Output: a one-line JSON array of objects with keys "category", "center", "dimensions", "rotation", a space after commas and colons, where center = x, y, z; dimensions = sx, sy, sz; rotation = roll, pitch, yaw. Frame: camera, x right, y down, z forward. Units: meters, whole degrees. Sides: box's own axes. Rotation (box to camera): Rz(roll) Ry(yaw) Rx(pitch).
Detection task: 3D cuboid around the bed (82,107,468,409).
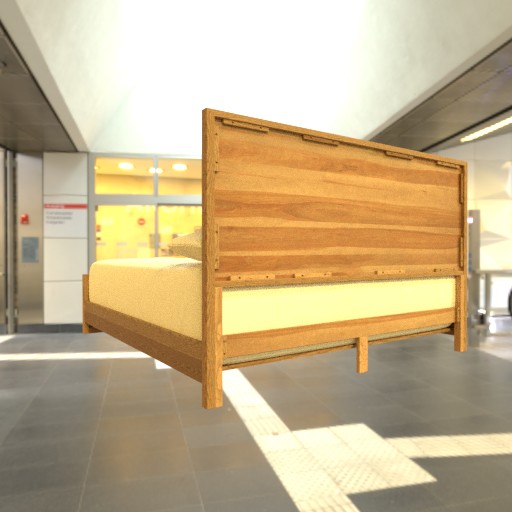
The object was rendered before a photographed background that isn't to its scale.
[{"category": "bed", "center": [0.000, 0.000, 3.365], "dimensions": [2.013, 1.295, 2.184], "rotation": [0, 1, -35]}]
